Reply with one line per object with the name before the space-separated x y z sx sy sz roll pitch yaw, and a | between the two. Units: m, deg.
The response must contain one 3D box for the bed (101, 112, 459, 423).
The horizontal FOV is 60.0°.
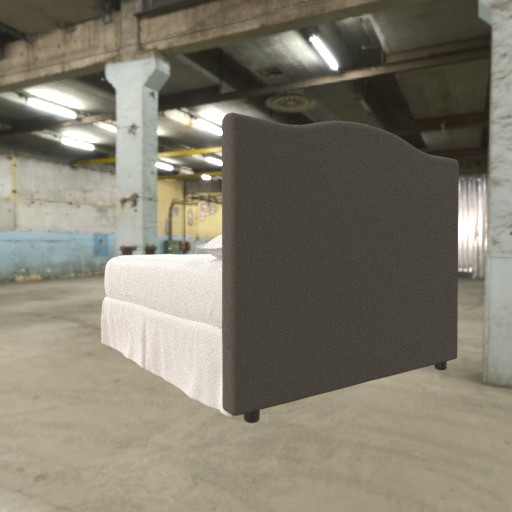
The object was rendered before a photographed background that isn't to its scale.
bed | 0.000 0.000 3.089 1.666 1.387 2.036 -1 1 -35
